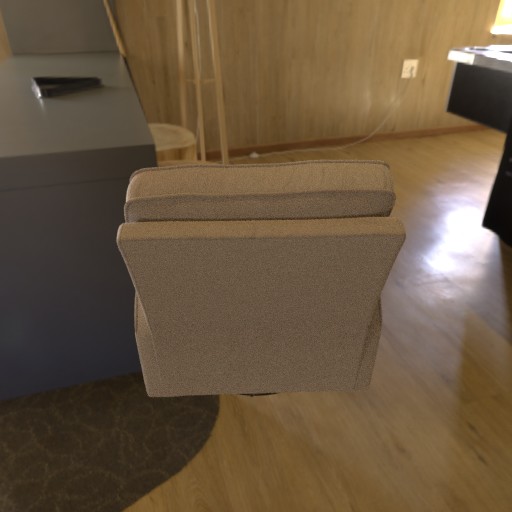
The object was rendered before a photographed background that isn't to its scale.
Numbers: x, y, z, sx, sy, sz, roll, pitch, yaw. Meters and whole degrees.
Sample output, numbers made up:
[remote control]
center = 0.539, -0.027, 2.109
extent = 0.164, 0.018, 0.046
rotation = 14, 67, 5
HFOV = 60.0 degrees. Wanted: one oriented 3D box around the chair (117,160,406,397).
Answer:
[chair]
center = 0.000, 0.000, 1.715
extent = 0.861, 0.964, 0.969
rotation = -1, 32, -2
